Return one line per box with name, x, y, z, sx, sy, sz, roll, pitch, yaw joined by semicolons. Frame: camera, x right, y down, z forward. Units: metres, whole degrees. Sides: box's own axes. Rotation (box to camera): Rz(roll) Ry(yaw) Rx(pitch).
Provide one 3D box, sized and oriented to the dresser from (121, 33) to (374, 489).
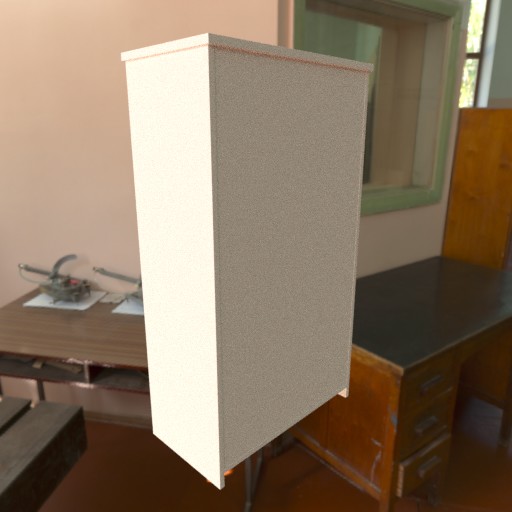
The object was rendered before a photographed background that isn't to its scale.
dresser;0.000;0.000;1.532;0.399;1.255;0.704;15;22;43
